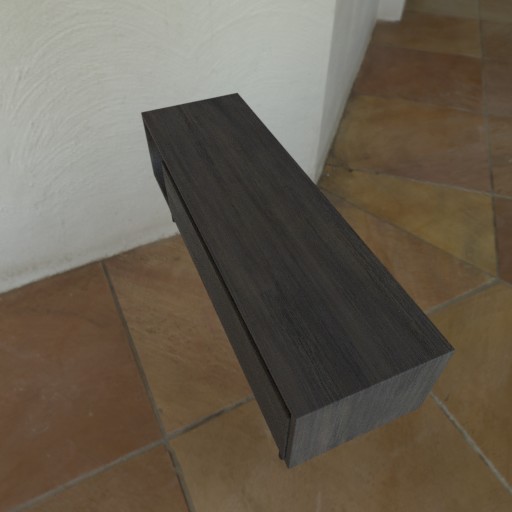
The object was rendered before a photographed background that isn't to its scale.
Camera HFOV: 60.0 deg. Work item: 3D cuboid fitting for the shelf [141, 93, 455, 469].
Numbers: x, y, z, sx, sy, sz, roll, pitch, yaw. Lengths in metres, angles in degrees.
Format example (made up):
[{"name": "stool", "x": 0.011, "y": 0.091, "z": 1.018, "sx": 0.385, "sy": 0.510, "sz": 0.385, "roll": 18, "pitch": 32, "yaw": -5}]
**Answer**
[{"name": "shelf", "x": 0.000, "y": 0.000, "z": 1.511, "sx": 0.400, "sy": 0.495, "sz": 1.300, "roll": -18, "pitch": 49, "yaw": -16}]
